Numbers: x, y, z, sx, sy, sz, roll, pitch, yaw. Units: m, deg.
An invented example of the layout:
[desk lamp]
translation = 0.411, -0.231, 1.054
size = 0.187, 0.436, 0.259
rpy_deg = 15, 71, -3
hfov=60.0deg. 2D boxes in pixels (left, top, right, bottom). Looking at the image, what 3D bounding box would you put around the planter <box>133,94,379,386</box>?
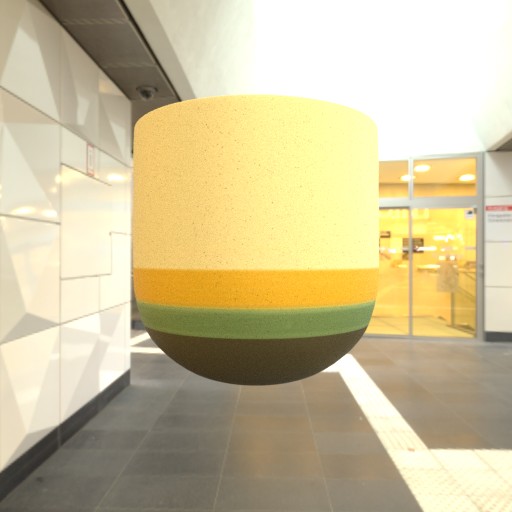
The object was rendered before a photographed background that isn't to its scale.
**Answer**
[planter]
translation = 0.000, 0.000, 0.501
size = 0.268, 0.270, 0.268
rpy_deg = 0, 0, 0
